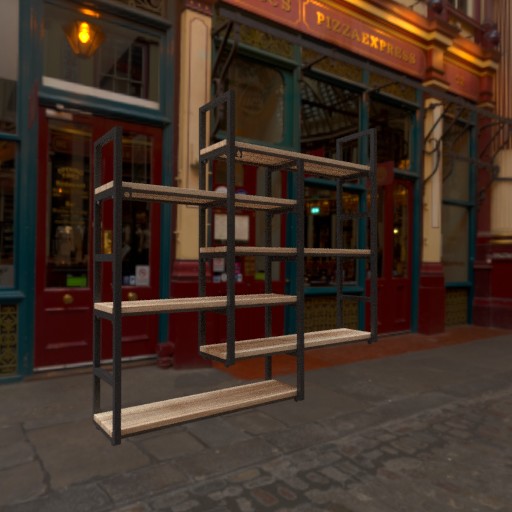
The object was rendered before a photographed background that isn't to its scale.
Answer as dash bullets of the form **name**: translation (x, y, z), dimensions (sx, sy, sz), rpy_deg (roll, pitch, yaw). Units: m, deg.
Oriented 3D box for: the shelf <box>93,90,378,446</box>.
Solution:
- **shelf**: translation (0.000, 0.000, 1.390), dimensions (0.946, 0.921, 0.183), rpy_deg (1, -1, -36)
